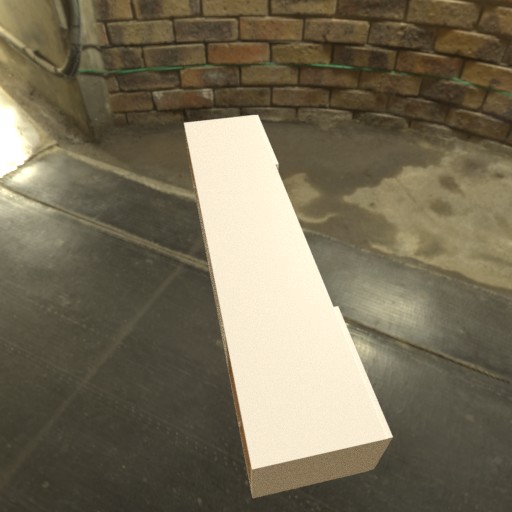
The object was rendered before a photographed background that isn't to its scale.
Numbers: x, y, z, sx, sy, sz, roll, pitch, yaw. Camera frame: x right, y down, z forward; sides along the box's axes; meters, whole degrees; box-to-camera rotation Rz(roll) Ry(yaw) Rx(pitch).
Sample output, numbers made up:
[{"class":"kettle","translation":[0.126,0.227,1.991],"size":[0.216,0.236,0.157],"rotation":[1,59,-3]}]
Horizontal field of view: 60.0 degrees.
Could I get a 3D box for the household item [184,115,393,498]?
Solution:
[{"class":"household item","translation":[0.000,0.000,1.985],"size":[0.420,0.310,1.850],"rotation":[-9,48,-8]}]
